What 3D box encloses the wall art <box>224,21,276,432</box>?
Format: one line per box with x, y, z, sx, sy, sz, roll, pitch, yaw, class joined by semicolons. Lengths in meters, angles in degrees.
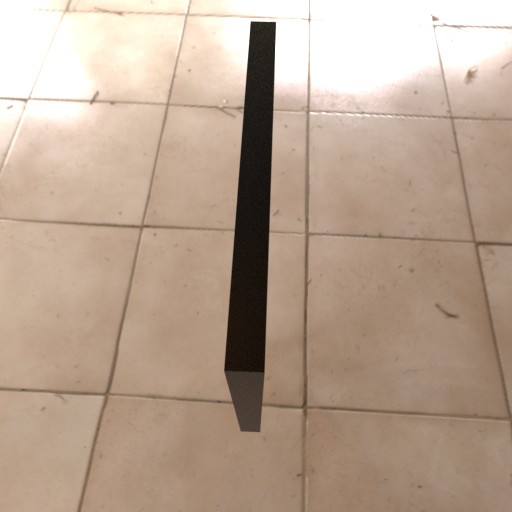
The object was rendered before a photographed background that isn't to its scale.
0.000;0.000;0.752;0.038;0.506;0.506;2;63;1;wall art
